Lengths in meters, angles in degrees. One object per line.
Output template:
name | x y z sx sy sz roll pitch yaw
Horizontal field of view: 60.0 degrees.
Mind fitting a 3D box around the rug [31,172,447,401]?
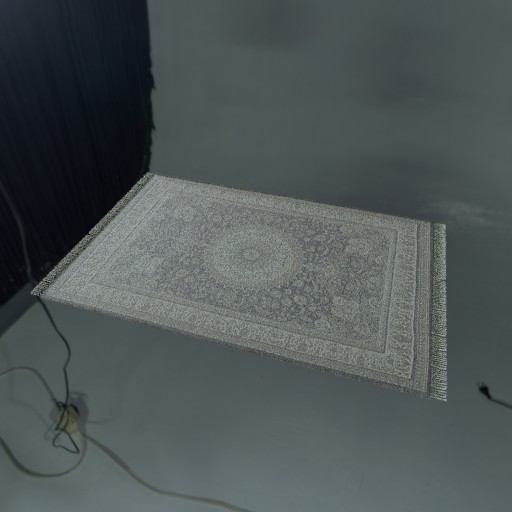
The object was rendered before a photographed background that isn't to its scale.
rug | 0.000 0.000 2.988 2.440 0.010 1.528 12 42 13
